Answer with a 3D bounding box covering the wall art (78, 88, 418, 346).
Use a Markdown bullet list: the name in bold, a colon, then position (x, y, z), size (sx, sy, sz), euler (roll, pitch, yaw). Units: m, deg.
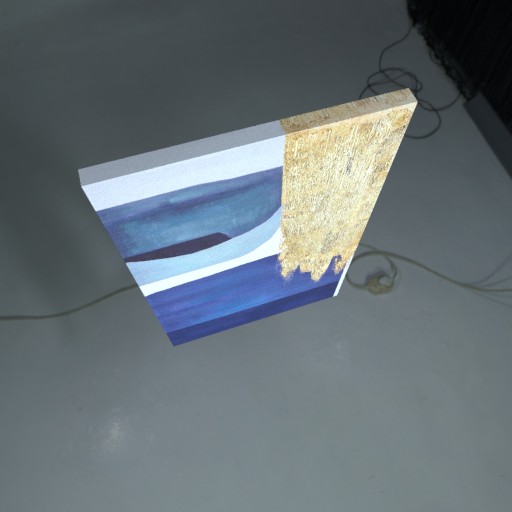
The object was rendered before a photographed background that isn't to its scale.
- **wall art**: position (0.000, 0.000, 1.173), size (0.607, 0.911, 0.039), euler (-17, 64, -8)
